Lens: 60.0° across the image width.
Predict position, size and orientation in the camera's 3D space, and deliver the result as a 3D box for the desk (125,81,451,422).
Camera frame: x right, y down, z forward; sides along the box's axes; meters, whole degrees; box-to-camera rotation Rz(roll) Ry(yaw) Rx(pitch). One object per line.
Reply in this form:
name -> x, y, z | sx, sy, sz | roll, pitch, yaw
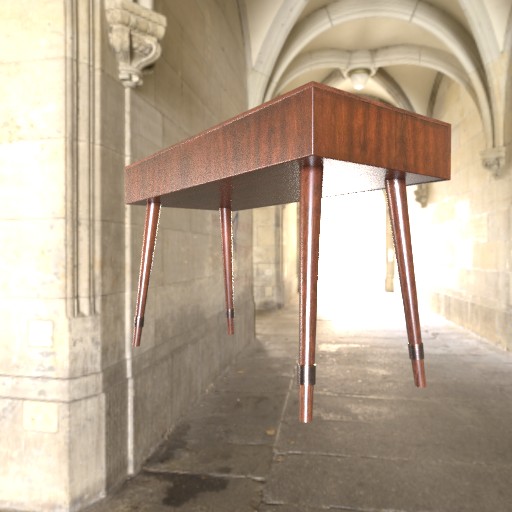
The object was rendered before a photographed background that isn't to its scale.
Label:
desk -> 0.000, 0.000, 2.149 | 0.734, 1.031, 1.577 | 0, 0, -36
